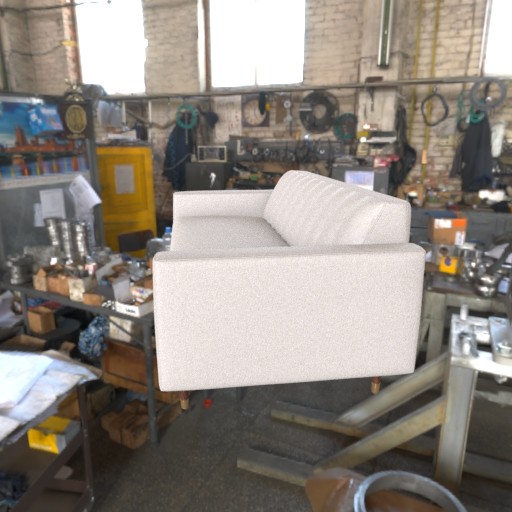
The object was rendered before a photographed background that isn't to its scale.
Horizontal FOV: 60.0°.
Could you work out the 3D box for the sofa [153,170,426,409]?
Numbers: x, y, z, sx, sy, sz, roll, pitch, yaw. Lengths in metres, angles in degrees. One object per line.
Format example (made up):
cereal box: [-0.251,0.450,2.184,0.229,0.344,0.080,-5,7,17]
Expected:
sofa: [0.000,0.000,2.433,0.969,0.814,1.895,-2,15,-8]
